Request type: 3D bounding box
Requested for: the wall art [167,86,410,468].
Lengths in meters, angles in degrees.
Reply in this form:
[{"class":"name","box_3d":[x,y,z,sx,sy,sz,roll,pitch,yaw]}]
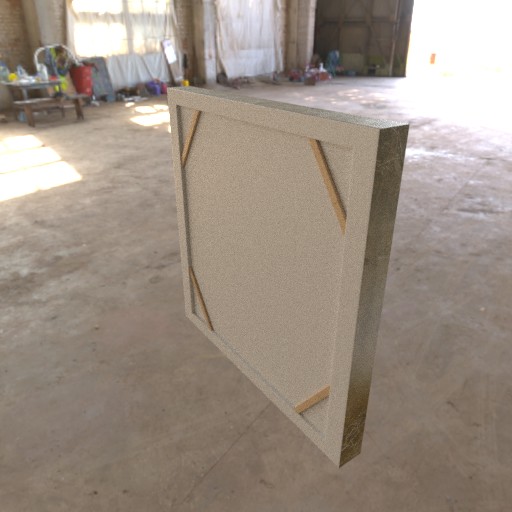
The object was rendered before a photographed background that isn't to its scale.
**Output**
[{"class":"wall art","box_3d":[0.000,0.000,0.611,0.038,0.407,0.405,-17,31,-31]}]
